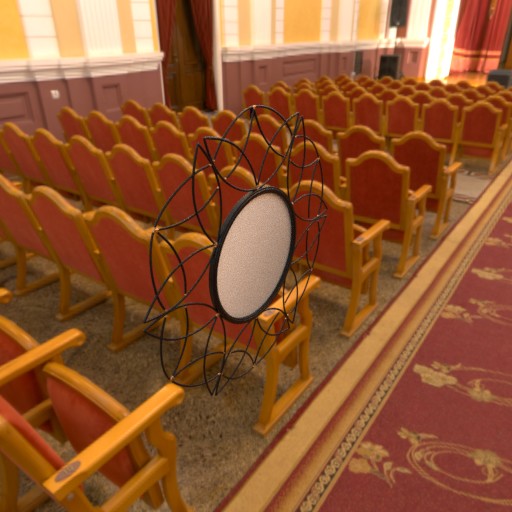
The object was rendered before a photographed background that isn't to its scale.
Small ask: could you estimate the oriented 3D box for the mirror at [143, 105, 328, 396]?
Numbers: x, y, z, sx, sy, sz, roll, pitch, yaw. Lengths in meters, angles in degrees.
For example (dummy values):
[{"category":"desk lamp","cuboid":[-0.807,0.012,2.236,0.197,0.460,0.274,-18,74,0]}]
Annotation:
[{"category":"mirror","cuboid":[0.000,0.000,1.193,0.028,0.775,0.797,18,33,31]}]
